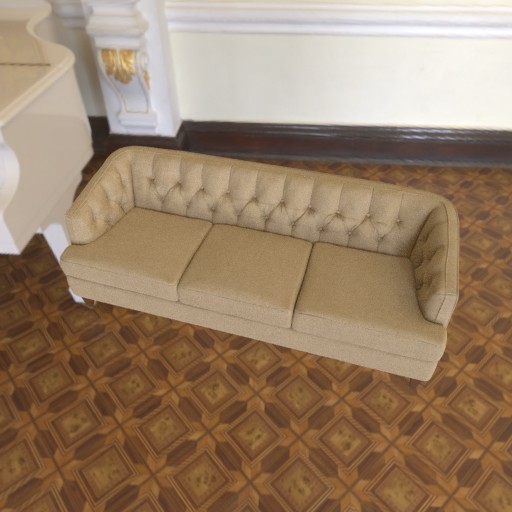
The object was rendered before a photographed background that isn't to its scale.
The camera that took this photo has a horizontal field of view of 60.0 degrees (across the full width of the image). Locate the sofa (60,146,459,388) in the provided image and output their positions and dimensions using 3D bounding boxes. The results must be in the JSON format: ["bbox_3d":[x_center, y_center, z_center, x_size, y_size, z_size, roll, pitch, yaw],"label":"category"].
[{"bbox_3d":[0.000,0.000,2.754,2.235,0.788,0.913,12,43,12],"label":"sofa"}]
